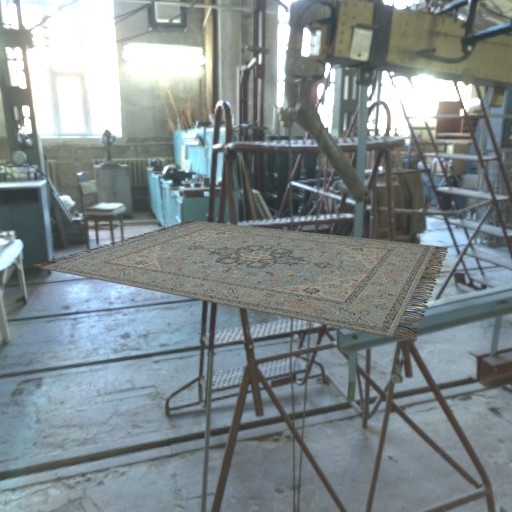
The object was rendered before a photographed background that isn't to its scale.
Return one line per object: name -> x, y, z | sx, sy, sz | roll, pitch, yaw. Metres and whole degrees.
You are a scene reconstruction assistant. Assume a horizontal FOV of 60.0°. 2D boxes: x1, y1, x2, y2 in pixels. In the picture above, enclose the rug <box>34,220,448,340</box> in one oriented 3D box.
rug -> 0.000, 0.000, 4.195 | 3.221, 0.011, 2.379 | 8, 17, 26
